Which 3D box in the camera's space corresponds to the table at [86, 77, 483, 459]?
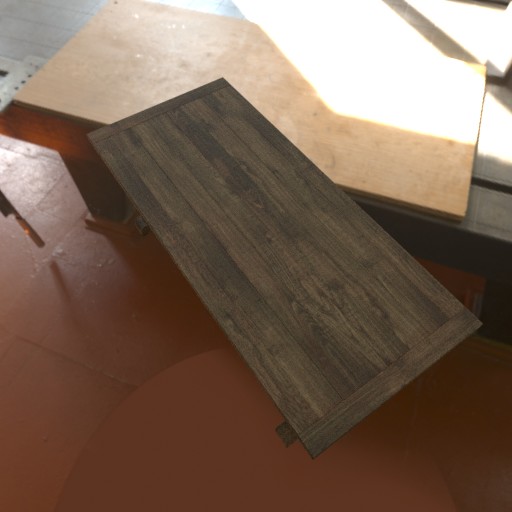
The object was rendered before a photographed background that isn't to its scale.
[{"bbox_3d":[0.000,0.000,2.475,0.907,0.733,2.031,-30,62,-18],"label":"table"}]
